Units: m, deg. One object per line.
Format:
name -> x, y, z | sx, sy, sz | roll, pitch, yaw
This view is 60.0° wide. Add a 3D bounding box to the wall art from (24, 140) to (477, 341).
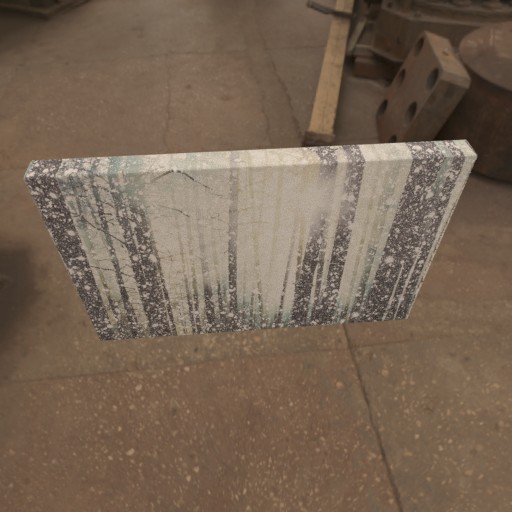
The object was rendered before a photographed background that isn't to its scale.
wall art -> 0.000, 0.000, 0.758 | 0.618, 0.398, 0.042 | -3, 47, -3
